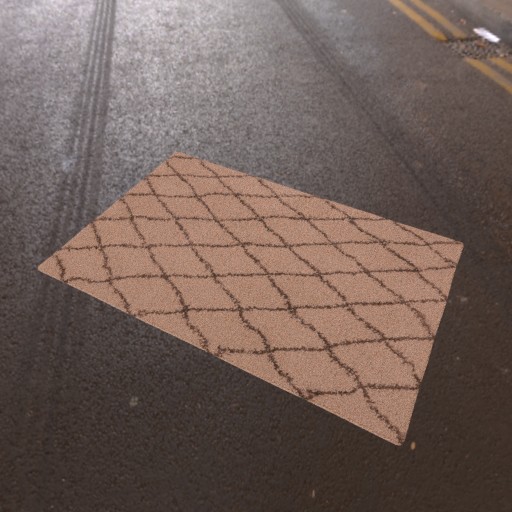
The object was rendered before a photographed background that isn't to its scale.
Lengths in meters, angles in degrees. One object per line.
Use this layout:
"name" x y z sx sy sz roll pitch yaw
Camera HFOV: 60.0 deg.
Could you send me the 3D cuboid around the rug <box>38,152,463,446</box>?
"rug" 0.000 0.000 3.380 2.743 0.030 1.778 21 49 19
